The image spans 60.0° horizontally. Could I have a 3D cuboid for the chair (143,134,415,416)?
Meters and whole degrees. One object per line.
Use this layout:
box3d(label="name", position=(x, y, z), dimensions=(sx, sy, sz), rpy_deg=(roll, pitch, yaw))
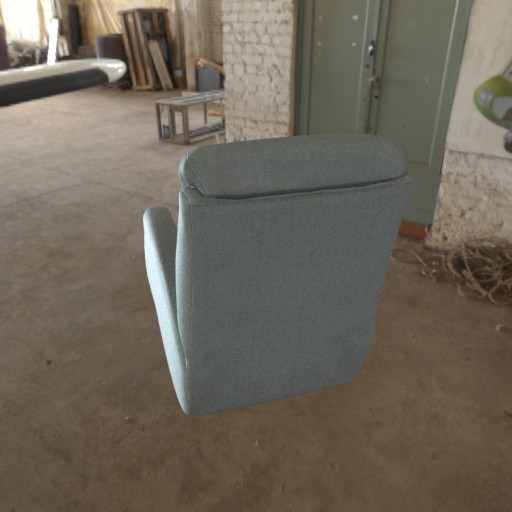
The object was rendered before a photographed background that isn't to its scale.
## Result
box3d(label="chair", position=(0.000, 0.000, 1.664), dimensions=(0.794, 1.016, 0.940), rpy_deg=(-8, 28, -15))
